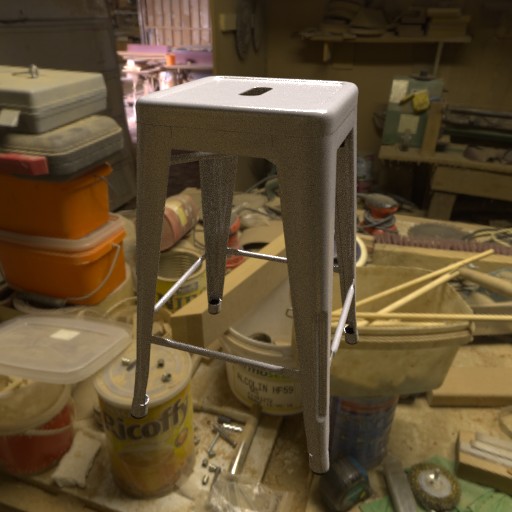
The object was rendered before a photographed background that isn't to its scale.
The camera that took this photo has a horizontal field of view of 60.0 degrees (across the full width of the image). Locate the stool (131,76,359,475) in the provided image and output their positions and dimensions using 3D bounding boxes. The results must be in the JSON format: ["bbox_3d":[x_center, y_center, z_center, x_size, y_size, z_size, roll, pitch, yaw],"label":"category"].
[{"bbox_3d":[0.000,0.000,0.856,0.406,0.610,0.406,10,30,17],"label":"stool"}]
